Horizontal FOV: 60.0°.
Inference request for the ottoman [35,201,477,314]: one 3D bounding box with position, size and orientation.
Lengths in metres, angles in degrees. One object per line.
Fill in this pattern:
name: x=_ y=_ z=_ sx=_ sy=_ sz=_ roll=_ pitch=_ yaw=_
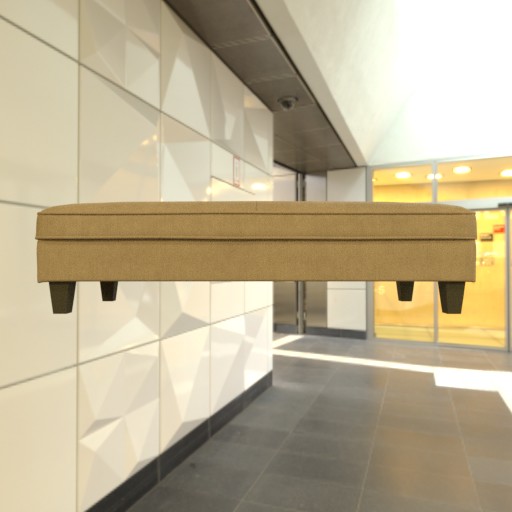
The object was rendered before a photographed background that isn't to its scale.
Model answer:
ottoman: x=0.000 y=0.000 z=2.088 sx=1.764 sy=0.470 sz=0.751 roll=0 pitch=-1 yaw=0
